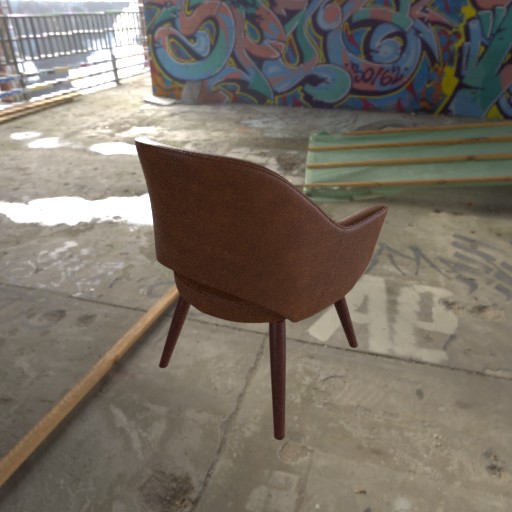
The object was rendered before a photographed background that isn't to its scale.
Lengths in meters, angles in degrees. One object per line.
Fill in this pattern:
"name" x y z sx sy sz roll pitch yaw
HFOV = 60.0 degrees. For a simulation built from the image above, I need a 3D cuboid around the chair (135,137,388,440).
"chair" 0.000 0.000 1.256 0.591 0.777 0.640 20 36 31
